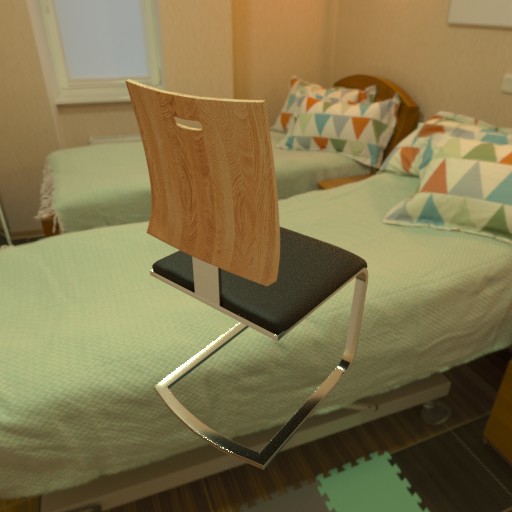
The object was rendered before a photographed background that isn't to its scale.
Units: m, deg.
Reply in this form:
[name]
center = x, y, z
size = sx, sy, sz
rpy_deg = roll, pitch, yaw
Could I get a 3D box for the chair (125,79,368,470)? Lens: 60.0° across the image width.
[chair]
center = 0.000, 0.000, 1.233
size = 0.462, 0.936, 0.560
rpy_deg = 22, 37, 33
